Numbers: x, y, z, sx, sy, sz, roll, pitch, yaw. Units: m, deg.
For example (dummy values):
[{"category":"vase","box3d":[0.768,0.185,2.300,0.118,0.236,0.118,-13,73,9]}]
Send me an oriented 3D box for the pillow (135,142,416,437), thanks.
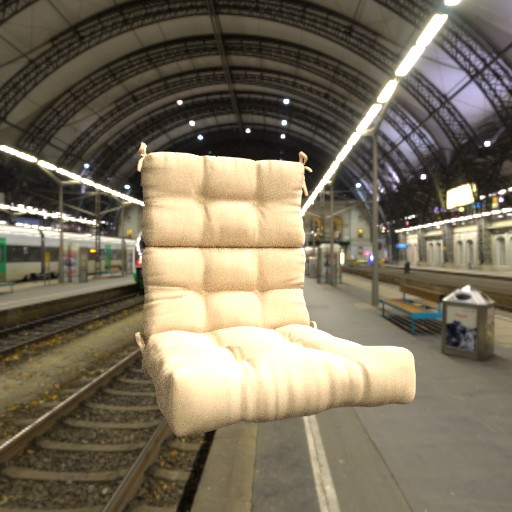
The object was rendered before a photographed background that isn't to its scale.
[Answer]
[{"category":"pillow","box3d":[0.000,0.000,1.029,0.519,0.605,0.571,0,0,-19]}]
